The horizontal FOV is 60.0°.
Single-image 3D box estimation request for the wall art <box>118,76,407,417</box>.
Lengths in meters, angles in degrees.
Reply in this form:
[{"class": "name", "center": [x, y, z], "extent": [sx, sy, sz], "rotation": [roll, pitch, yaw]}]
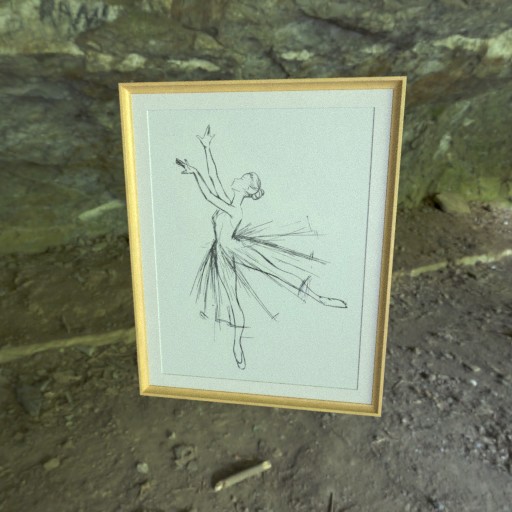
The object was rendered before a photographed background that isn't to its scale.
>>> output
[{"class": "wall art", "center": [0.000, 0.000, 1.348], "extent": [0.798, 1.002, 0.030], "rotation": [2, 14, 9]}]
